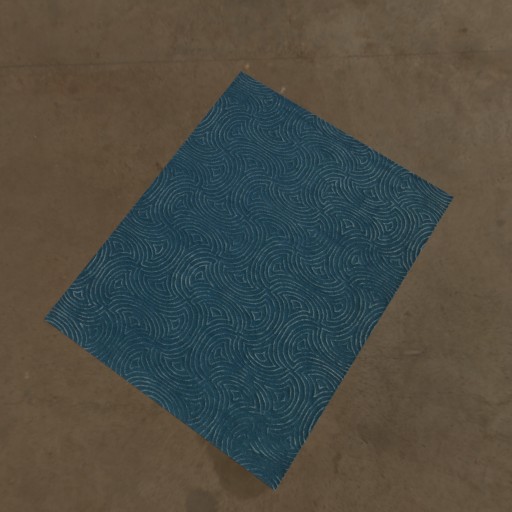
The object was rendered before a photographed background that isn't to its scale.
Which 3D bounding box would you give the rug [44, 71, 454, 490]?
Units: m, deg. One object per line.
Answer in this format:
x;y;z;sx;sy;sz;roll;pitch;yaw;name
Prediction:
0.000;0.000;4.020;2.432;0.012;3.033;33;78;8;rug
